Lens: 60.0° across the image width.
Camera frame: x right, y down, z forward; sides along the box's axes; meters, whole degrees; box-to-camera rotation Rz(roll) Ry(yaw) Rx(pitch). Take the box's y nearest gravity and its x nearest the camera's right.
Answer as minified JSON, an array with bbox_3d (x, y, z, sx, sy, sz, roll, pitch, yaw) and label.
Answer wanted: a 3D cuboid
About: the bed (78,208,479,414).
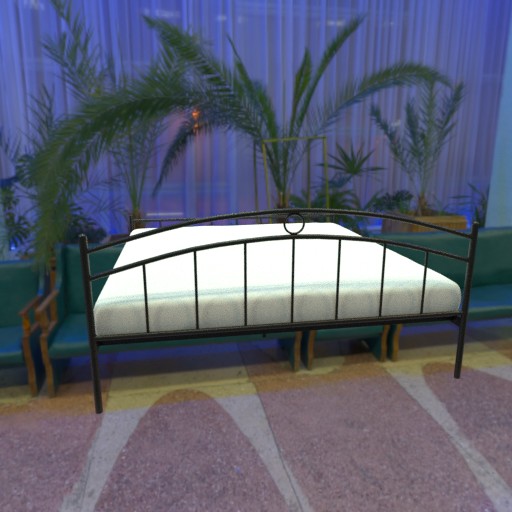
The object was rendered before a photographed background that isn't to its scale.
[{"bbox_3d":[0.000,0.000,3.082,1.880,0.940,2.040,-2,14,-10],"label":"bed"}]
